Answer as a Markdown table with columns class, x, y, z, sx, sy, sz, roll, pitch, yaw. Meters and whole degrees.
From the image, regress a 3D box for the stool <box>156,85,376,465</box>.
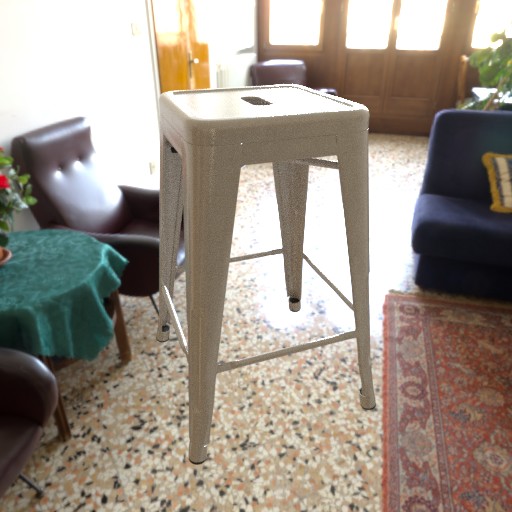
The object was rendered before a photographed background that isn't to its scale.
| class | x | y | z | sx | sy | sz | roll | pitch | yaw |
| --- | --- | --- | --- | --- | --- | --- | --- | --- | --- |
| stool | 0.000 | 0.000 | 0.900 | 0.406 | 0.610 | 0.406 | -10 | 30 | -18 |
